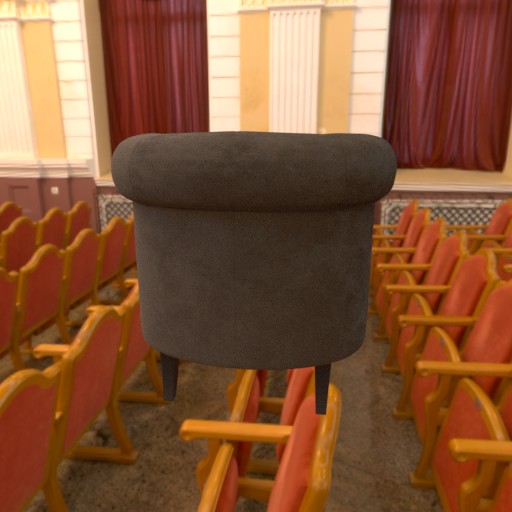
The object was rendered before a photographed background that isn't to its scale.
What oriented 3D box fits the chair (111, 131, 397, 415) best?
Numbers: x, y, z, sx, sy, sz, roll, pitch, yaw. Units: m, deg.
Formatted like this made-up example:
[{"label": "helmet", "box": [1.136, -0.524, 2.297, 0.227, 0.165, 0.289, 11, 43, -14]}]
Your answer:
[{"label": "chair", "box": [0.000, 0.000, 1.539, 0.904, 0.826, 0.851, 2, 15, 8]}]
